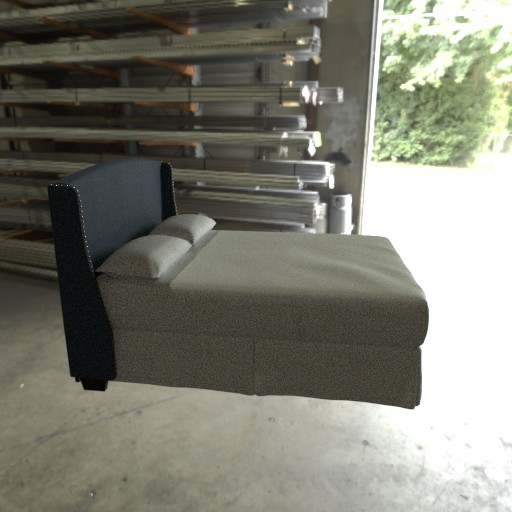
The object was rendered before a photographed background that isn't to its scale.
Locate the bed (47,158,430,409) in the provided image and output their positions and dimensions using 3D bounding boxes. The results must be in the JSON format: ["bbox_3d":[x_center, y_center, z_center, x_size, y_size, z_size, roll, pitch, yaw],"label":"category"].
[{"bbox_3d":[0.000,0.000,3.357,2.237,1.407,1.710,2,17,7],"label":"bed"}]
